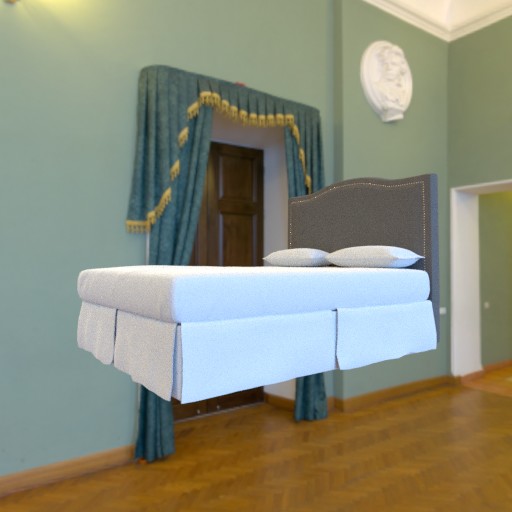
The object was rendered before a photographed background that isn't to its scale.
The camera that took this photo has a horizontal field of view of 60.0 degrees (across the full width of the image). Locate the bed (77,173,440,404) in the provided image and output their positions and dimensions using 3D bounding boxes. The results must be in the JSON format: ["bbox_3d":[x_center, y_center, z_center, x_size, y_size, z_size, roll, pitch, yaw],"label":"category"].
[{"bbox_3d":[0.000,0.000,3.445,2.282,1.436,1.821,1,-1,-36],"label":"bed"}]
